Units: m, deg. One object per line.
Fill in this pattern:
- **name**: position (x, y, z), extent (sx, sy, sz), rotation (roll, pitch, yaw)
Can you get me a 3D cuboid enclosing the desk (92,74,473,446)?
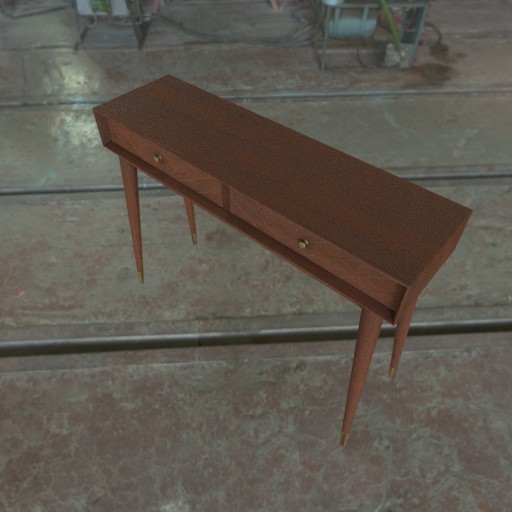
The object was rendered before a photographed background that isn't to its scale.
- **desk**: position (0.000, 0.000, 1.672), extent (1.204, 0.917, 0.384), rotation (33, 55, 27)
